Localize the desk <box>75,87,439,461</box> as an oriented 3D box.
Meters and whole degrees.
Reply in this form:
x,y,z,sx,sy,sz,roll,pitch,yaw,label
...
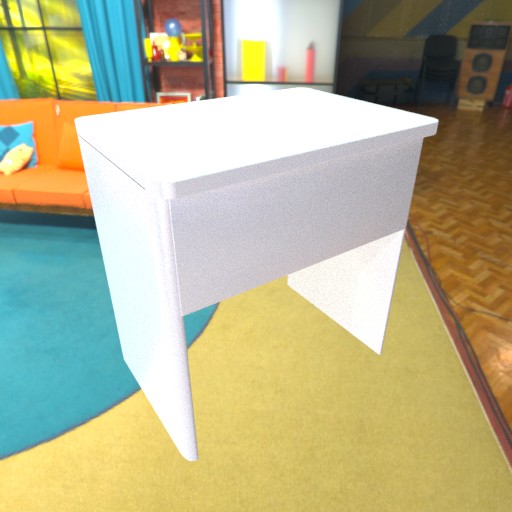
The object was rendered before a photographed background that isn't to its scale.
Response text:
x,y,z,sx,sy,sz,roll,pitch,yaw,label
0.000,0.000,1.317,0.762,0.800,0.549,-19,36,-29,desk
